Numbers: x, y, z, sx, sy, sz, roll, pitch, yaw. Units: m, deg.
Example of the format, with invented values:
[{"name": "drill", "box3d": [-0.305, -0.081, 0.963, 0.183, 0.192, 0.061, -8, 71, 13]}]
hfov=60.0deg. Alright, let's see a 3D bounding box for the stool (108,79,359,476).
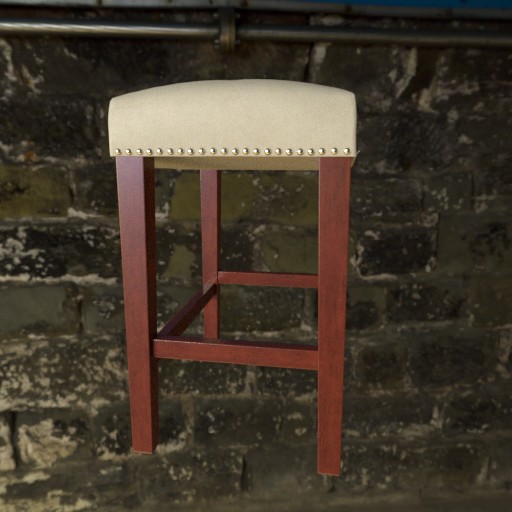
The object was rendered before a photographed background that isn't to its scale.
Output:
[{"name": "stool", "box3d": [0.000, 0.000, 0.929, 0.375, 0.632, 0.509, 2, 13, 9]}]
